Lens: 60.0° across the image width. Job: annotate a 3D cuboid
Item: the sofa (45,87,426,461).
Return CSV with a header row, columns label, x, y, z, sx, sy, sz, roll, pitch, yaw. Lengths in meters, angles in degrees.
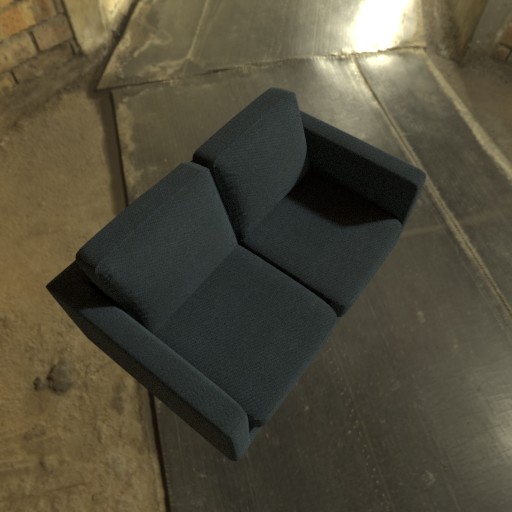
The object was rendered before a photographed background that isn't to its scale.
label,x,y,z,sx,sy,sz,roll,pitch,yaw
sofa,0.000,0.000,2.152,0.999,0.930,1.518,33,63,19
